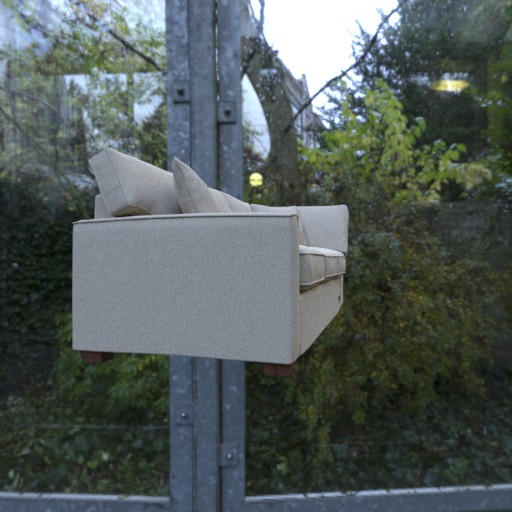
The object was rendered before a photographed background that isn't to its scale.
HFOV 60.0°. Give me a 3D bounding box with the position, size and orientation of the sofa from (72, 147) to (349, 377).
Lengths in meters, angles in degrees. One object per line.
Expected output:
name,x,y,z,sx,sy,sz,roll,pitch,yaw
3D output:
sofa,0.000,0.000,2.925,1.061,0.962,2.317,0,0,16
